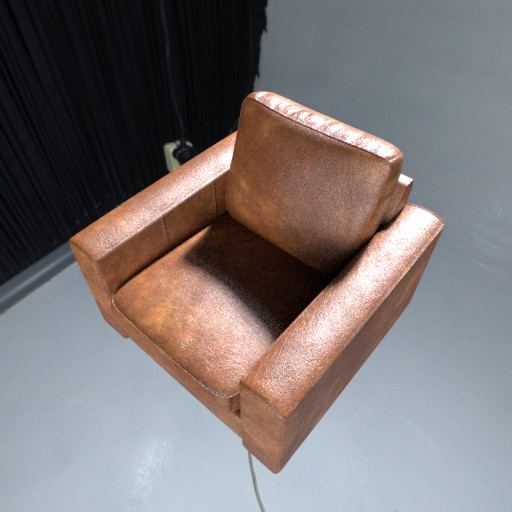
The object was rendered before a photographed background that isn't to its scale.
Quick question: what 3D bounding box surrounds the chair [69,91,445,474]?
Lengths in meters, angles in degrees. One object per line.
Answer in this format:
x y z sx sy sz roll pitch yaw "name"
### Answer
0.000 0.000 1.701 1.005 0.873 1.016 33 57 25 "chair"
